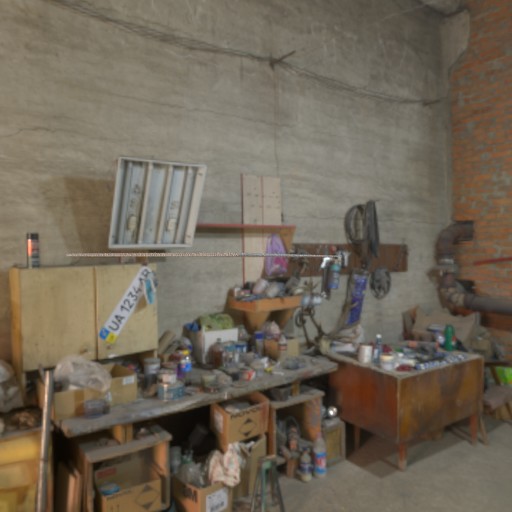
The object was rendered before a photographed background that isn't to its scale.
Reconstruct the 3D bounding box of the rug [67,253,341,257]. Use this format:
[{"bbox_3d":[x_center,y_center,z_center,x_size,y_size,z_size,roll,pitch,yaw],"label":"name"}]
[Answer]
[{"bbox_3d":[0.000,0.000,2.559,0.666,0.011,2.294,0,0,19],"label":"rug"}]
